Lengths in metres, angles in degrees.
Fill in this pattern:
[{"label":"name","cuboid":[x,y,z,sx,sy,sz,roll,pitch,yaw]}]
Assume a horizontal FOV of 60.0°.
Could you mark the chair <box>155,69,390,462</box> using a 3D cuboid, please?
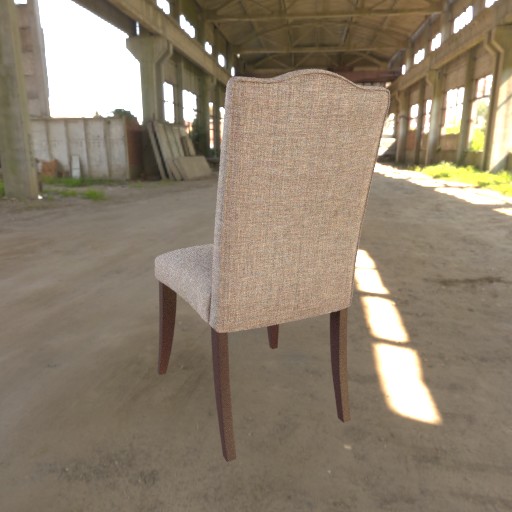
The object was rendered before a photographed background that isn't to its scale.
[{"label":"chair","cuboid":[0.000,0.000,1.400,0.513,1.016,0.660,-7,16,-26]}]
